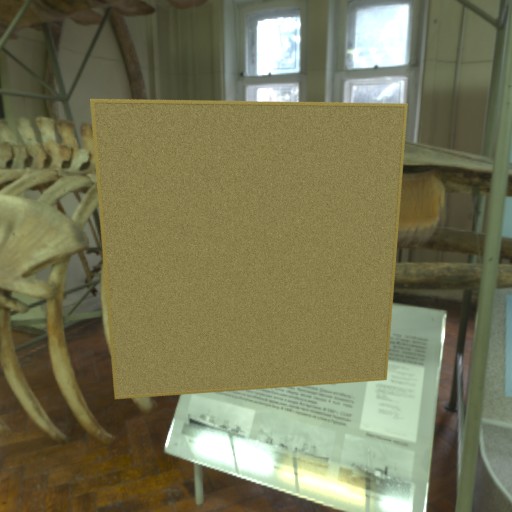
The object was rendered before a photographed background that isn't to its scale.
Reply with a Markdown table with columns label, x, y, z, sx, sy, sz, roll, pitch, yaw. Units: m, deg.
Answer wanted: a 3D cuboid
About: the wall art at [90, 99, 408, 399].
| label | x | y | z | sx | sy | sz | roll | pitch | yaw |
| --- | --- | --- | --- | --- | --- | --- | --- | --- | --- |
| wall art | 0.000 | 0.000 | 1.451 | 0.962 | 0.959 | 0.013 | -2 | 14 | -7 |
